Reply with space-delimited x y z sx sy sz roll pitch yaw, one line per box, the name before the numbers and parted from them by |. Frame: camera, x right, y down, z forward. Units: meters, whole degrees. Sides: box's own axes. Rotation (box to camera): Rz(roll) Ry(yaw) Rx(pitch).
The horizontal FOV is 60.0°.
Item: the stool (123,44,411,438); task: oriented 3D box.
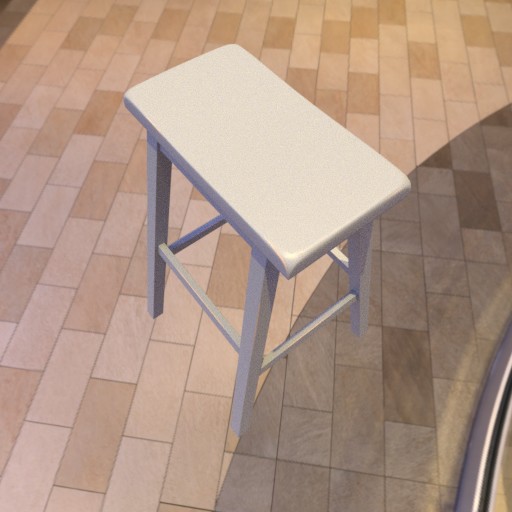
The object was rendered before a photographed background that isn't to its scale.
stool | 0.000 0.000 1.012 0.476 0.737 0.457 -34 64 -19
